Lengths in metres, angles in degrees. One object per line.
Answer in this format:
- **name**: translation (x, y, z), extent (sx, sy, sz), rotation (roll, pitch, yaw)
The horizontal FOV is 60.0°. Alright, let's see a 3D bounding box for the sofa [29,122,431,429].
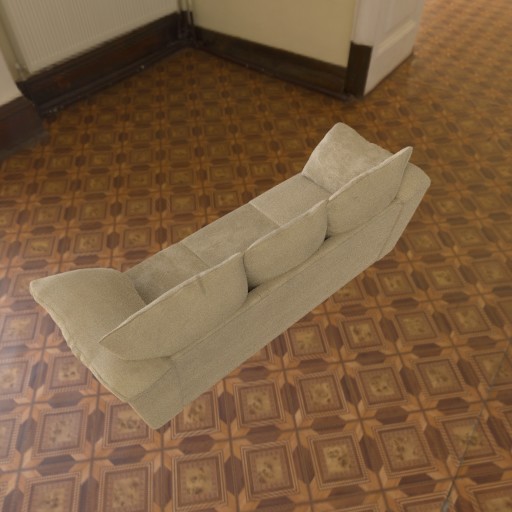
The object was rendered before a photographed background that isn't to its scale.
- **sofa**: translation (0.000, 0.000, 2.774), extent (2.377, 0.981, 0.893), rotation (-33, 56, -26)
